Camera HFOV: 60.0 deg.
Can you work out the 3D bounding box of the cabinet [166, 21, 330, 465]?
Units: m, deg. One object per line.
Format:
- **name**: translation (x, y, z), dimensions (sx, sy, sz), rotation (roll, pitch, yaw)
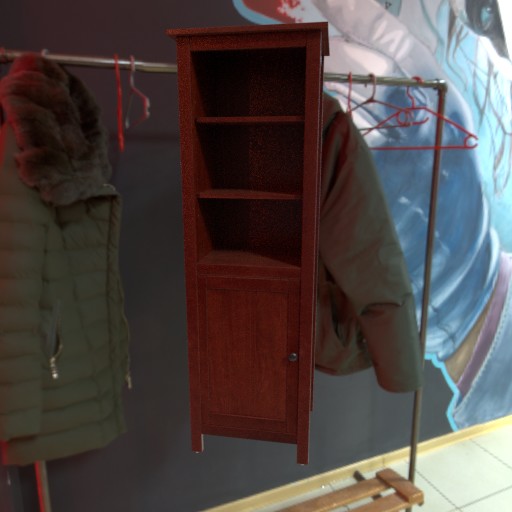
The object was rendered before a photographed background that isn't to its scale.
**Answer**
- **cabinet**: translation (0.000, 0.000, 1.700), dimensions (0.500, 1.518, 0.401), rotation (2, 13, 10)
